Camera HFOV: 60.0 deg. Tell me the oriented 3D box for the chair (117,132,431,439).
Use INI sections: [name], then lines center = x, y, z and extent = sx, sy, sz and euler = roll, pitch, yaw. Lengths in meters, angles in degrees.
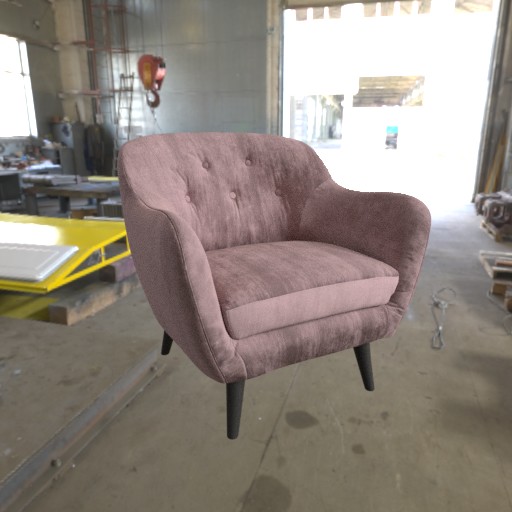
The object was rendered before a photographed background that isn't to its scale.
[chair]
center = 0.000, 0.000, 1.528
extent = 0.840, 0.820, 0.820
euler = -8, 18, -27
